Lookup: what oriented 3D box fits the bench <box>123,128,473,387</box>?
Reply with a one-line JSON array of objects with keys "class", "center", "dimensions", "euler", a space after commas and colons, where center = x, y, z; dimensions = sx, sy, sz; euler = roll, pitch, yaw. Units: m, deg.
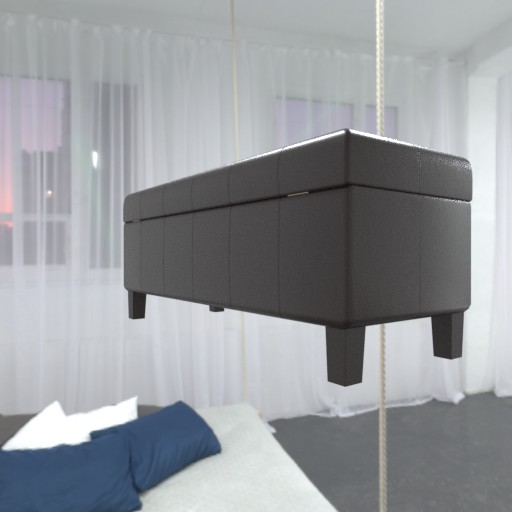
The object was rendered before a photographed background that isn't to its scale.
[{"class": "bench", "center": [0.000, 0.000, 1.314], "dimensions": [0.429, 0.457, 1.092], "euler": [0, 0, -36]}]
